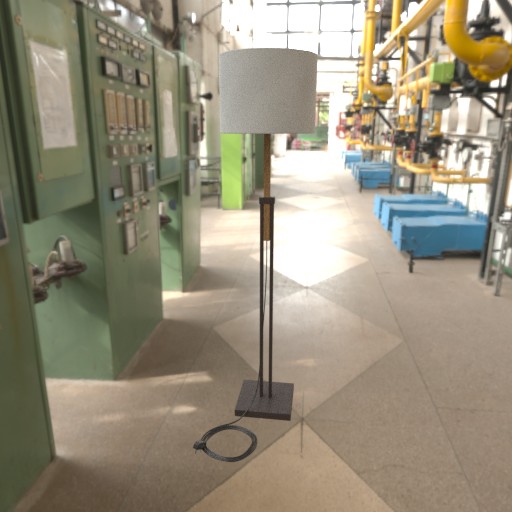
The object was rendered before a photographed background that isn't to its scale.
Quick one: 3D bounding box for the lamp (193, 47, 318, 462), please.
[{"bbox_3d":[0.000,0.000,1.948,0.474,1.650,0.639,2,16,8],"label":"lamp"}]
